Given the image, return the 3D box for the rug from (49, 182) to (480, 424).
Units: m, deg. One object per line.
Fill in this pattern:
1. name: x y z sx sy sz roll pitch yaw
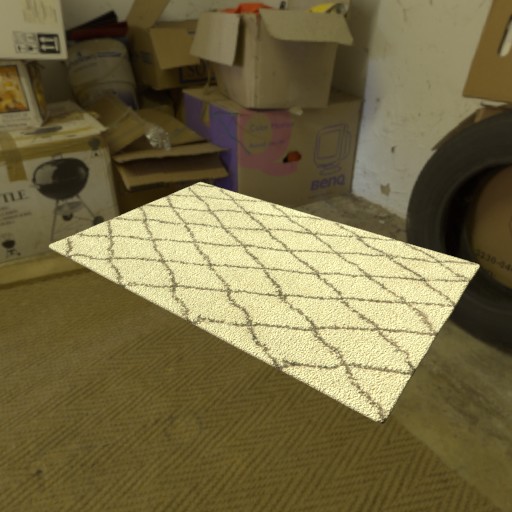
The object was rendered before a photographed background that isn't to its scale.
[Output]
1. rug: 0.000 0.000 2.937 2.438 0.030 1.524 21 36 31
